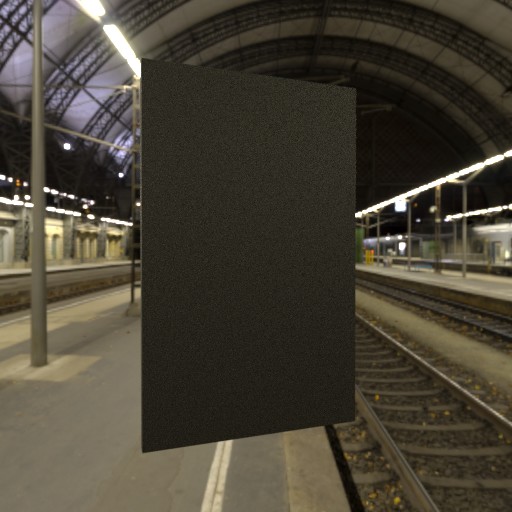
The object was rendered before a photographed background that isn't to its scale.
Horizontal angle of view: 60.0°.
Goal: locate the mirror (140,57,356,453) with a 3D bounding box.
[{"bbox_3d":[0.000,0.000,1.512,0.762,1.219,0.038,0,1,-20],"label":"mirror"}]
